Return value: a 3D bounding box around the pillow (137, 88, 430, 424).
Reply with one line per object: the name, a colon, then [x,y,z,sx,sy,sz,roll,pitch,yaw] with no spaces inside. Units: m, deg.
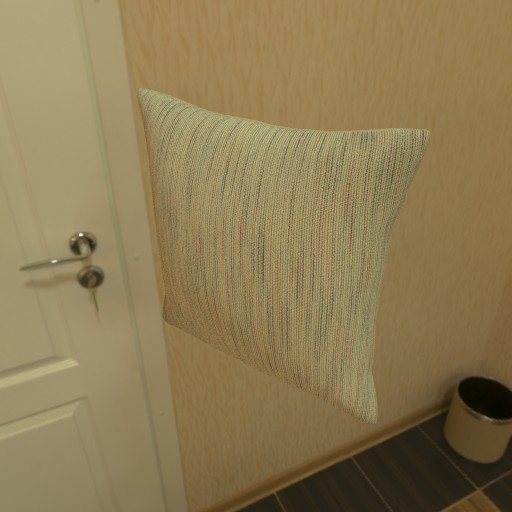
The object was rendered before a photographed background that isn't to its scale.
pillow: [0.000,0.000,0.772,0.512,0.506,0.178,19,35,30]
